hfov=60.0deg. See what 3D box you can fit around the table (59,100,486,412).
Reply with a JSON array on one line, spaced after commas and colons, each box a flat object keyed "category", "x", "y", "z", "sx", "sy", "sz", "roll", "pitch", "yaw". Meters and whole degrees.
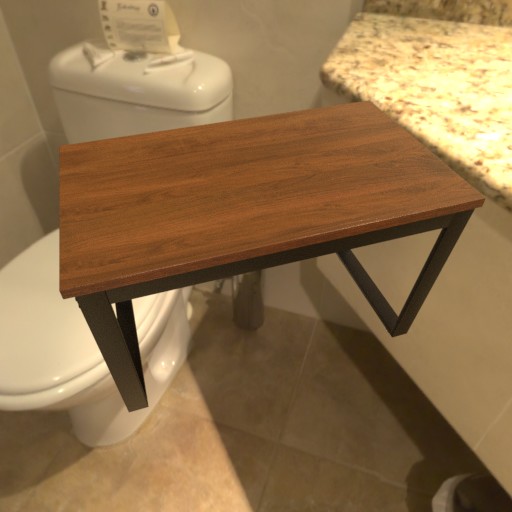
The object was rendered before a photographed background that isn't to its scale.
[{"category": "table", "x": 0.000, "y": 0.000, "z": 1.686, "sx": 1.205, "sy": 0.760, "sz": 0.714, "roll": -12, "pitch": 45, "yaw": -13}]
